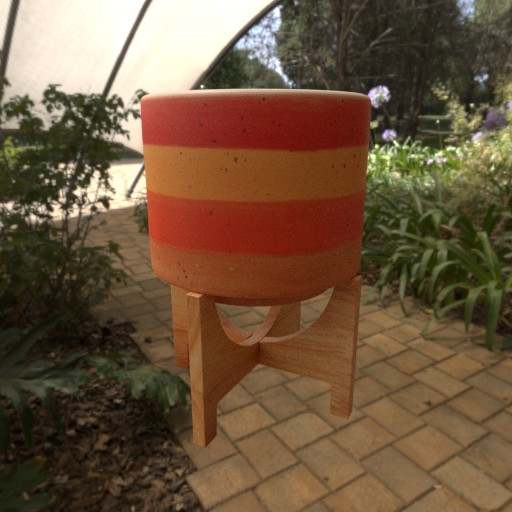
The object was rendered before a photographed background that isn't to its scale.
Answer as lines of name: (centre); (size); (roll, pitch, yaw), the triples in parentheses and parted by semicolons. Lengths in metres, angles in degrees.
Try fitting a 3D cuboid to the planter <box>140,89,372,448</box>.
planter: (0.000, 0.000, 0.561); (0.269, 0.379, 0.269); (0, 16, 0)
